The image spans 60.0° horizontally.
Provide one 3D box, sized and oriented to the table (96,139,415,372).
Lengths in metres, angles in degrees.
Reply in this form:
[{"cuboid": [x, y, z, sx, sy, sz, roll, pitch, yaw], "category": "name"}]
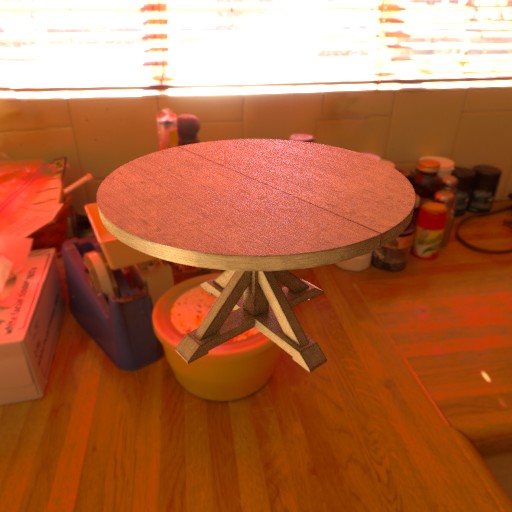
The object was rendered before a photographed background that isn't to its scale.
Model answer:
[{"cuboid": [0.000, 0.000, 2.171, 1.363, 0.781, 1.363, 0, 30, 0], "category": "table"}]
